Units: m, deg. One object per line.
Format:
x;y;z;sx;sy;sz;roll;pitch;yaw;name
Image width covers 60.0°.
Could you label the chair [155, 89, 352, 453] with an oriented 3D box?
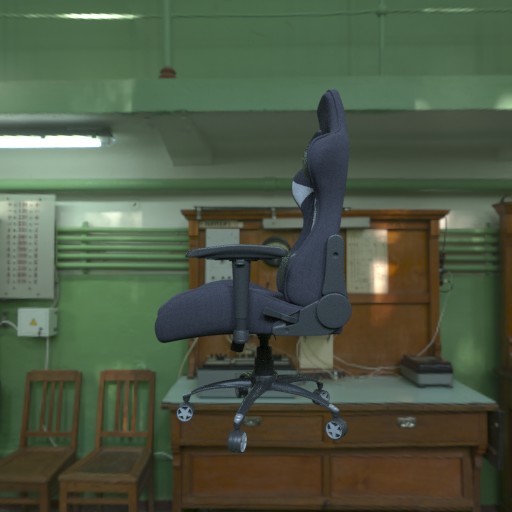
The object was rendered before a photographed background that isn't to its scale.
0.000;0.000;1.768;0.695;1.300;0.730;0;-1;0;chair
